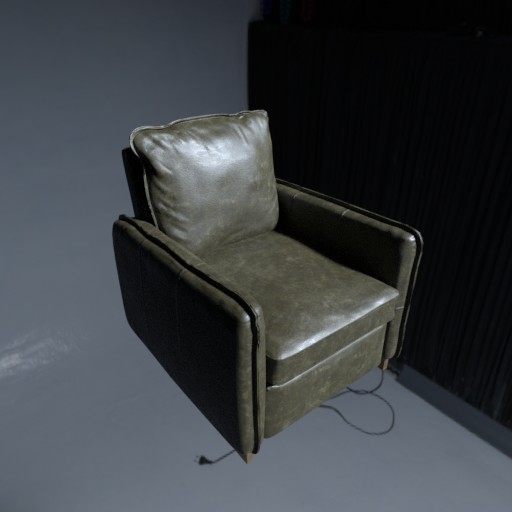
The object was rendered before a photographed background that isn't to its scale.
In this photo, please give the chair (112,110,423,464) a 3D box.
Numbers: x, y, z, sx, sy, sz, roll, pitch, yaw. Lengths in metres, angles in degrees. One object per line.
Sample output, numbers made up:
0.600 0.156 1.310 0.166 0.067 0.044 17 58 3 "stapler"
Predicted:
0.000 0.000 1.659 0.830 0.921 0.921 -21 35 -32 "chair"
